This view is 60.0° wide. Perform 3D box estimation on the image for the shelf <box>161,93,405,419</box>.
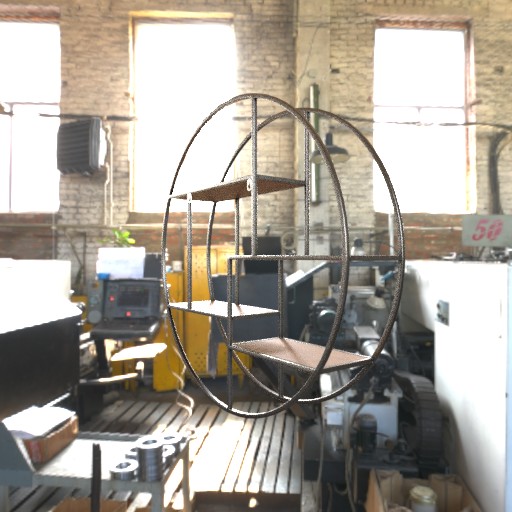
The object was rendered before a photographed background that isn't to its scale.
[{"bbox_3d":[0.000,0.000,1.318,0.202,0.888,0.888,0,0,-37],"label":"shelf"}]
